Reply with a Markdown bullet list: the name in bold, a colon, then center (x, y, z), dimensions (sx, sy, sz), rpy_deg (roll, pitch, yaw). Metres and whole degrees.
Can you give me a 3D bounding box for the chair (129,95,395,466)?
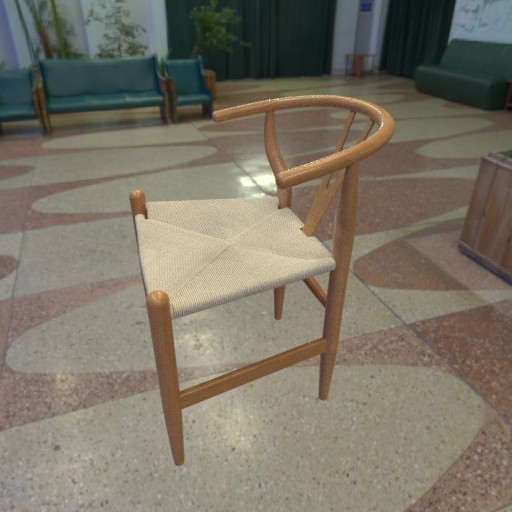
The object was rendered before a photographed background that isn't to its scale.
- **chair**: center (0.000, 0.000, 1.141), dimensions (0.579, 0.730, 0.569), rpy_deg (-9, 31, -15)
